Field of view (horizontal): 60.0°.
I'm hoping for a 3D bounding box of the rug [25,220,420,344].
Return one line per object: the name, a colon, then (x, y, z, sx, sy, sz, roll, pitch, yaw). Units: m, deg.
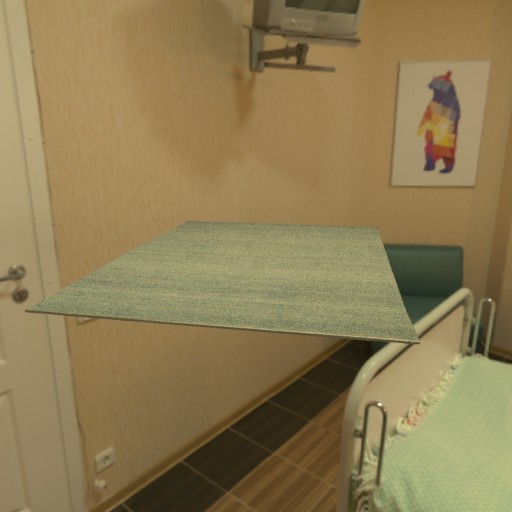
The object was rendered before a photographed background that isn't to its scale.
rug: (0.000, 0.000, 4.181, 2.461, 0.046, 3.237, 3, 15, 11)
